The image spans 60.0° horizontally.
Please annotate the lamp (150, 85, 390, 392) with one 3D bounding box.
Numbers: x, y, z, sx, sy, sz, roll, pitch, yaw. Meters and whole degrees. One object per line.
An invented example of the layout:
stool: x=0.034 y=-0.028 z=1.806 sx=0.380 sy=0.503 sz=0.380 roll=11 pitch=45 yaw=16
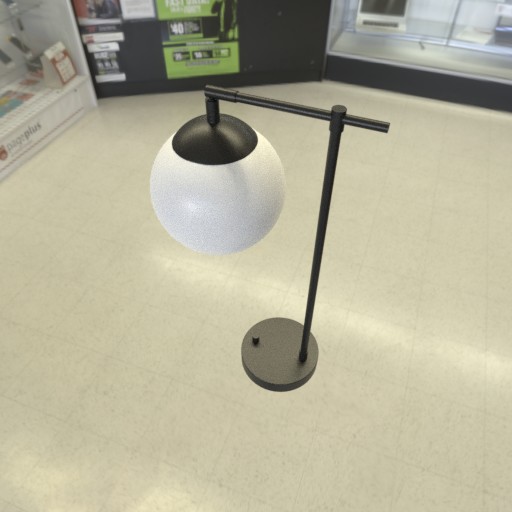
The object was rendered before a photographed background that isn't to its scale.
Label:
lamp: x=0.000 y=0.000 z=0.722 sx=0.316 sy=0.559 sz=0.197 roll=17 pitch=49 yaw=16
